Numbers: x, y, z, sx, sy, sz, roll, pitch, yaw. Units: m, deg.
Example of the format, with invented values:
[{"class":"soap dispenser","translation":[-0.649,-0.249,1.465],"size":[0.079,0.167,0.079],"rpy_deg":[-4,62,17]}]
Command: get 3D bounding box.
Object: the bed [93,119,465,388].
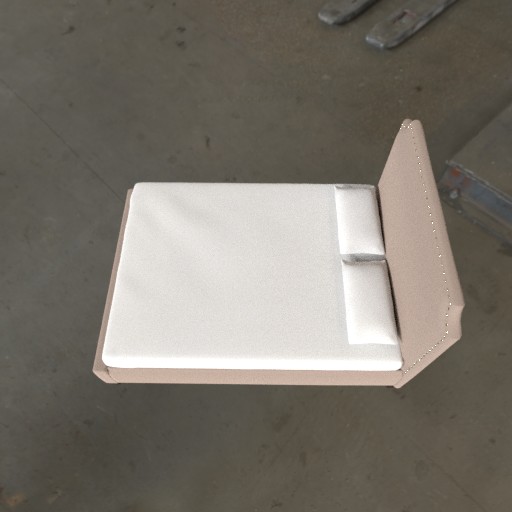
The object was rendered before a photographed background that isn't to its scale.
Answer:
[{"class":"bed","translation":[0.000,0.000,3.403],"size":[2.372,1.443,1.713],"rpy_deg":[1,60,0]}]
